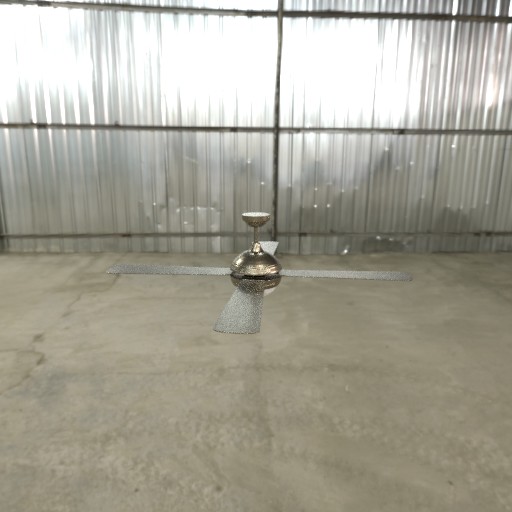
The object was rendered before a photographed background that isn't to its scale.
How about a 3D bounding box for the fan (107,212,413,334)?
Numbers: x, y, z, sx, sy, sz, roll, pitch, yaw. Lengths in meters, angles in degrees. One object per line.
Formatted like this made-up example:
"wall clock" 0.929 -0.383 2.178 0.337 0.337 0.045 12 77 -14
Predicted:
"fan" 0.000 0.000 2.015 1.321 0.381 1.321 7 15 25
